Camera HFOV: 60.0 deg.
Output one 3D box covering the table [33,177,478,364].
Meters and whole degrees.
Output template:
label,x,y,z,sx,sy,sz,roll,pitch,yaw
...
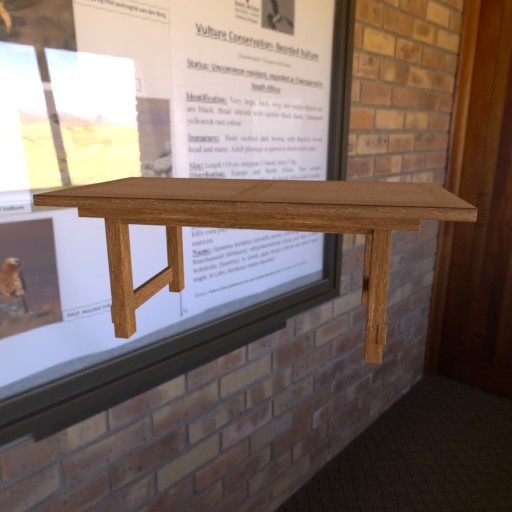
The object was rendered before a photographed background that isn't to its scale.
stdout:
label,x,y,z,sx,sy,sz,roll,pitch,yaw
table,0.000,0.000,2.497,1.982,0.762,1.000,3,15,12
